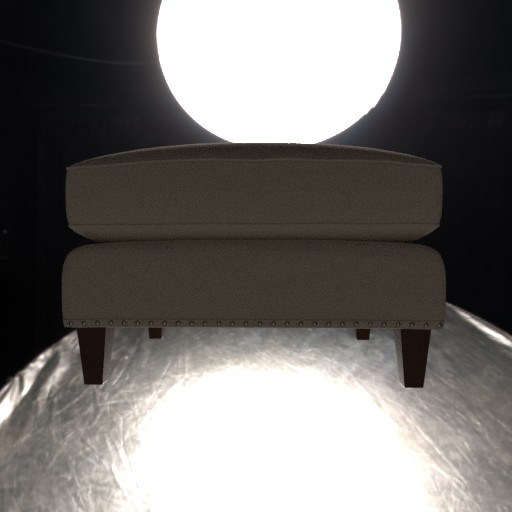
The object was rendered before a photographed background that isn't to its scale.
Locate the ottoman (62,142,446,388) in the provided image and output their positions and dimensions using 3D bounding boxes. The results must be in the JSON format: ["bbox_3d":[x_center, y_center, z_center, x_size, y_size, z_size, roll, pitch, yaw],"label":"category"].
[{"bbox_3d":[0.000,0.000,1.130,0.741,0.513,0.584,0,0,2],"label":"ottoman"}]
